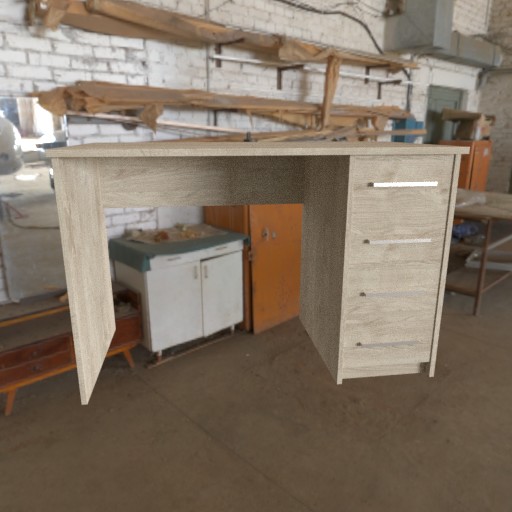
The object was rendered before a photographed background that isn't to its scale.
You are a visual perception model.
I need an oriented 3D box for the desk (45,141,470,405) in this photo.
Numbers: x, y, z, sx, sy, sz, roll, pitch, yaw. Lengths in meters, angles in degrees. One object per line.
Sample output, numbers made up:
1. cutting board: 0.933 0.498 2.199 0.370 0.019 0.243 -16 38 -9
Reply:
1. desk: 0.000 0.000 1.495 1.096 0.730 0.560 -2 16 -8
